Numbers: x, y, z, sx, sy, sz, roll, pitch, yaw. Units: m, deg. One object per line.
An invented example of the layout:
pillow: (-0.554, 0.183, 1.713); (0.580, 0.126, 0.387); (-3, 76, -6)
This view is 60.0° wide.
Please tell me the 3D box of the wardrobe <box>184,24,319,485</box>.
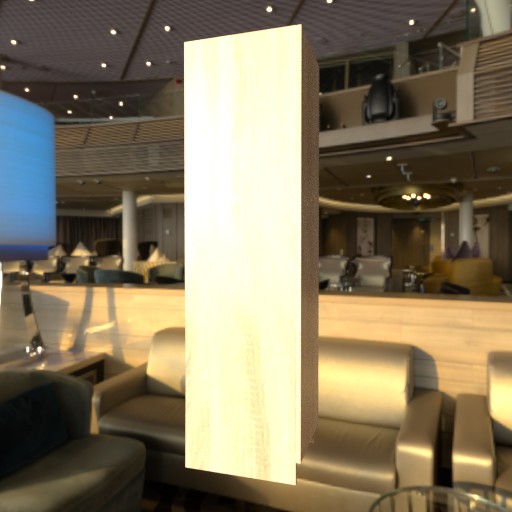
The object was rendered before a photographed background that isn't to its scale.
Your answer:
wardrobe: (0.000, 0.000, 2.355); (0.588, 2.117, 0.496); (0, 1, 17)
